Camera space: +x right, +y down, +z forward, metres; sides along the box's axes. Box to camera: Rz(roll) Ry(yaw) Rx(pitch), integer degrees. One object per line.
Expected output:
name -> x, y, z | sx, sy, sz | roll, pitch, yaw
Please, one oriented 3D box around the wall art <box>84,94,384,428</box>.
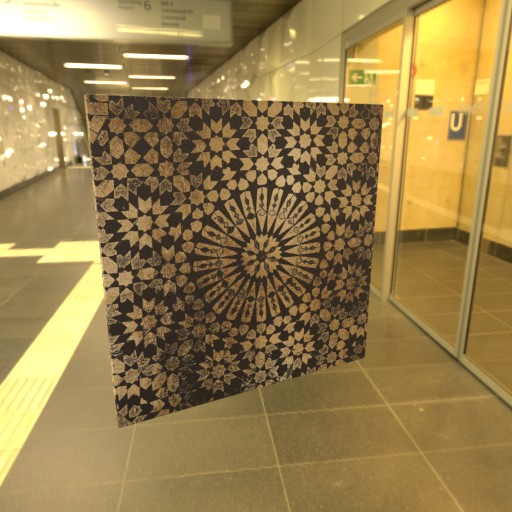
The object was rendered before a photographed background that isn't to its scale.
wall art -> 0.000, 0.000, 1.376 | 0.914, 0.914, 0.038 | -8, 18, -26
